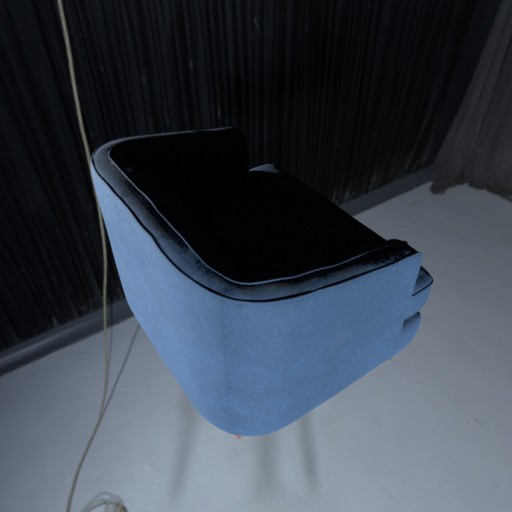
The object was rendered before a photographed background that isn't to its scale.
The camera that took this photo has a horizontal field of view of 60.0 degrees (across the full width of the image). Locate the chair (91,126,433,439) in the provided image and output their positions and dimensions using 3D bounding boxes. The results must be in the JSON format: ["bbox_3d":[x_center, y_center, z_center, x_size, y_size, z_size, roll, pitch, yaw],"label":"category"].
[{"bbox_3d":[0.000,0.000,1.759,0.940,0.852,1.094,-25,48,-25],"label":"chair"}]
